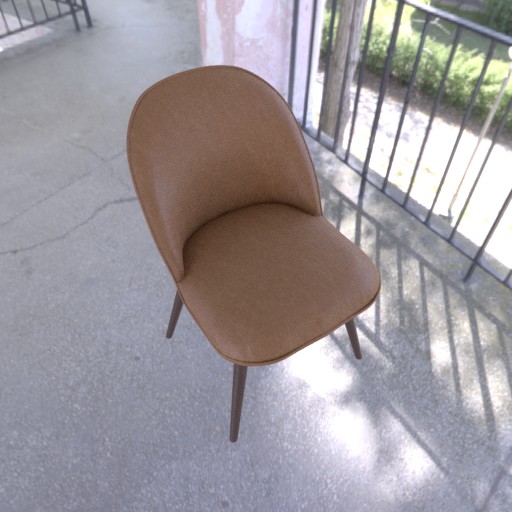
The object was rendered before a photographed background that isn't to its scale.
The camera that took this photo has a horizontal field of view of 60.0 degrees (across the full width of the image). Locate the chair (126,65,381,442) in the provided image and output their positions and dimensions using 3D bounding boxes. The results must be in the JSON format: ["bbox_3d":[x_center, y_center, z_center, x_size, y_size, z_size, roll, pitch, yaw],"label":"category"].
[{"bbox_3d":[0.000,0.000,1.248,0.521,0.831,0.631,-26,52,-23],"label":"chair"}]
